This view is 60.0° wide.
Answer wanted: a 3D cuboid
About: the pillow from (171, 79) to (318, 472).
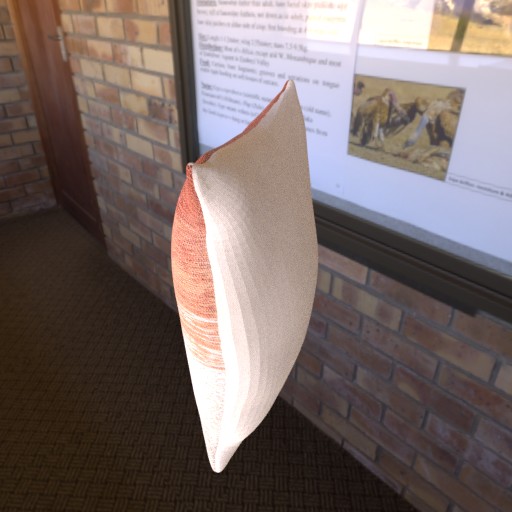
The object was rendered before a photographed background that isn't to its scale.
[{"bbox_3d":[0.000,0.000,0.667,0.182,0.441,0.440,8,31,14],"label":"pillow"}]
